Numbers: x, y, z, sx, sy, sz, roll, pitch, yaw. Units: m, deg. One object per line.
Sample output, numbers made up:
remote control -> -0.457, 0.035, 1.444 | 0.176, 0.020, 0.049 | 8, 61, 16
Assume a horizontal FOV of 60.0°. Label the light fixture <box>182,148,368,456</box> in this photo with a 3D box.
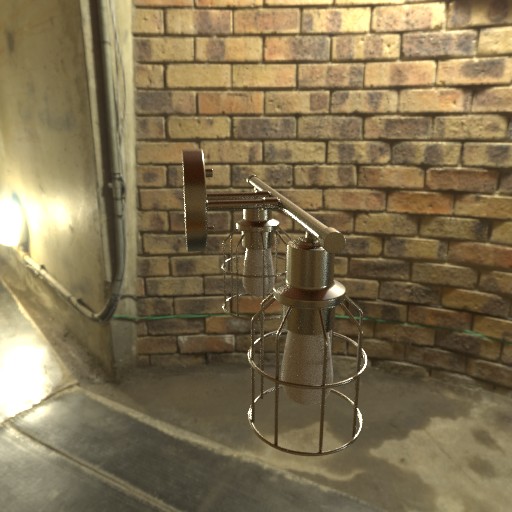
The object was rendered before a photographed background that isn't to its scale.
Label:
light fixture -> 0.000, 0.000, 0.537 | 0.165, 0.254, 0.406 | -3, 17, -9
